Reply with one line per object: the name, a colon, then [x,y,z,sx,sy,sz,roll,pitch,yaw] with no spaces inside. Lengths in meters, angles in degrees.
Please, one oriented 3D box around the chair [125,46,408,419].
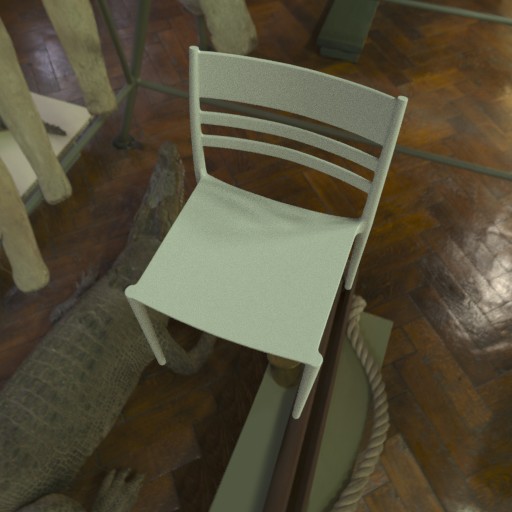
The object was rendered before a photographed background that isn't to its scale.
chair: [0.000,0.000,1.140,0.531,0.800,0.511,18,60,11]
